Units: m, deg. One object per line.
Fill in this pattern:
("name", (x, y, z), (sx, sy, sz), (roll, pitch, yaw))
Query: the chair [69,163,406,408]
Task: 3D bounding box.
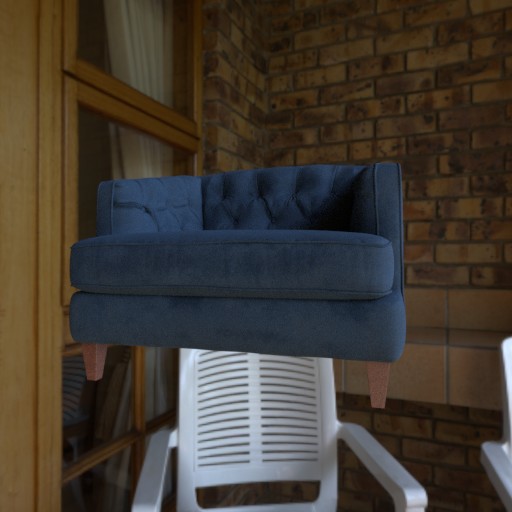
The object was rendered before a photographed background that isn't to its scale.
("chair", (0.000, 0.000, 1.727), (1.094, 0.852, 0.940), (0, -1, 17))
